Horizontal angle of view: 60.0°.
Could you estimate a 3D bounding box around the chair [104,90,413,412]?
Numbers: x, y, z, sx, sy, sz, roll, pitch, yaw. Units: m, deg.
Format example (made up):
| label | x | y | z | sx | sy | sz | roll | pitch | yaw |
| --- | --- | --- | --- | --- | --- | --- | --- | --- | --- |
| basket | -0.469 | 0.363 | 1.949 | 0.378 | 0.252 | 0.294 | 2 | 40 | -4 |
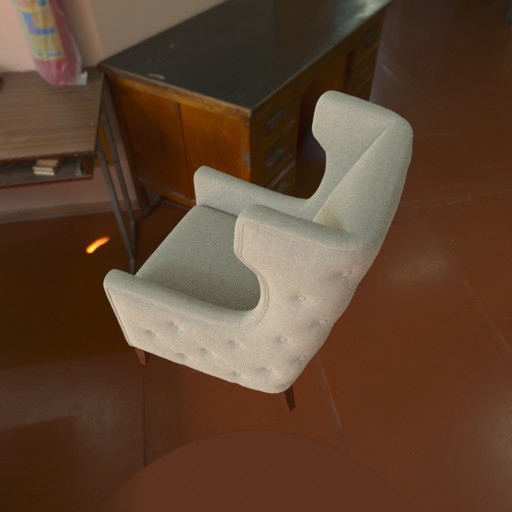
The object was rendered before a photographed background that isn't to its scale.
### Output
| label | x | y | z | sx | sy | sz | roll | pitch | yaw |
| --- | --- | --- | --- | --- | --- | --- | --- | --- | --- |
| chair | 0.000 | 0.000 | 1.705 | 0.899 | 1.079 | 0.778 | 18 | 49 | 16 |
